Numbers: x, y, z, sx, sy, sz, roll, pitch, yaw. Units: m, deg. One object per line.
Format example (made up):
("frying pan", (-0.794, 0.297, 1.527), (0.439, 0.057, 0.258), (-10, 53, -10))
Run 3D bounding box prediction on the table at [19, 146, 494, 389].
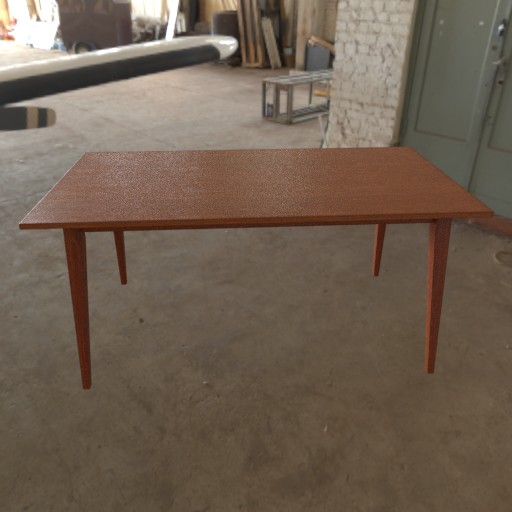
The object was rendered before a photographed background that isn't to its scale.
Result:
("table", (0.000, 0.000, 2.029), (1.609, 0.755, 0.811), (-2, 30, -3))
